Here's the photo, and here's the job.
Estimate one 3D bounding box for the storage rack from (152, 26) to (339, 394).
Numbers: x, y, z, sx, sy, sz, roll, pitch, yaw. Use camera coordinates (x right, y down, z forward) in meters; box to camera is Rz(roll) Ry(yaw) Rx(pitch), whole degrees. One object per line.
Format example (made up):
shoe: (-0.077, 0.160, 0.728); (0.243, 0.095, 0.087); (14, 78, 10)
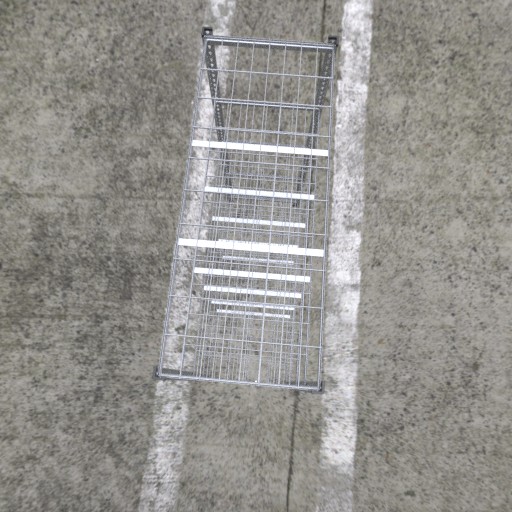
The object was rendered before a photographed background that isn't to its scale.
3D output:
storage rack: (0.000, 0.000, 2.715); (0.610, 1.981, 1.524); (5, 74, 1)
